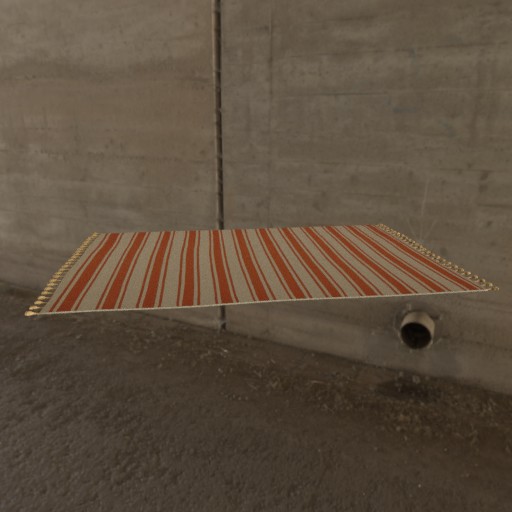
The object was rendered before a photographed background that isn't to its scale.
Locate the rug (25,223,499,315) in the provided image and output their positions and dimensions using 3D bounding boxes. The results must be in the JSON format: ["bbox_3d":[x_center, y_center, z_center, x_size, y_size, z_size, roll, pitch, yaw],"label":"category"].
[{"bbox_3d":[0.000,0.000,2.944,2.433,0.022,1.556,-2,17,-7],"label":"rug"}]
